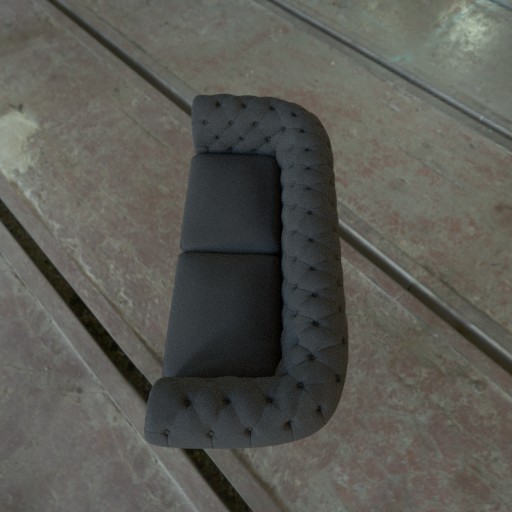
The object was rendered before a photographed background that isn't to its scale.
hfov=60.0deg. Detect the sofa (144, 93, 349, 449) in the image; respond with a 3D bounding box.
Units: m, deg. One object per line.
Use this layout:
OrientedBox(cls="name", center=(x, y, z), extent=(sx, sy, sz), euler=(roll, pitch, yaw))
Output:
OrientedBox(cls="sofa", center=(0.000, 0.000, 2.844), extent=(0.991, 0.762, 2.362), euler=(1, 59, 1))
